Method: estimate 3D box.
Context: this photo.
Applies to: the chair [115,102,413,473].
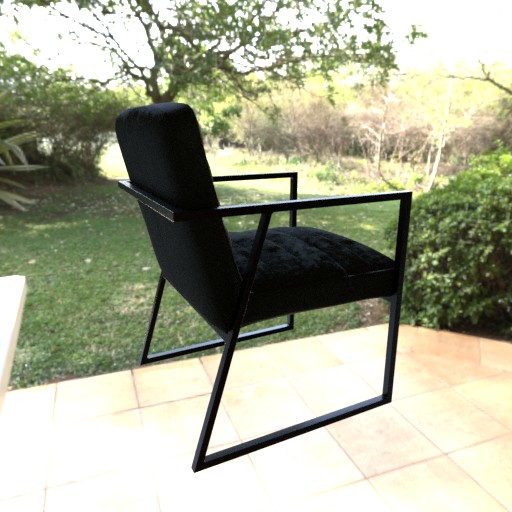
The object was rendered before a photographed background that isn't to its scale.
[{"bbox_3d":[0.000,0.000,1.300,0.677,0.833,0.571,-8,18,-26],"label":"chair"}]
